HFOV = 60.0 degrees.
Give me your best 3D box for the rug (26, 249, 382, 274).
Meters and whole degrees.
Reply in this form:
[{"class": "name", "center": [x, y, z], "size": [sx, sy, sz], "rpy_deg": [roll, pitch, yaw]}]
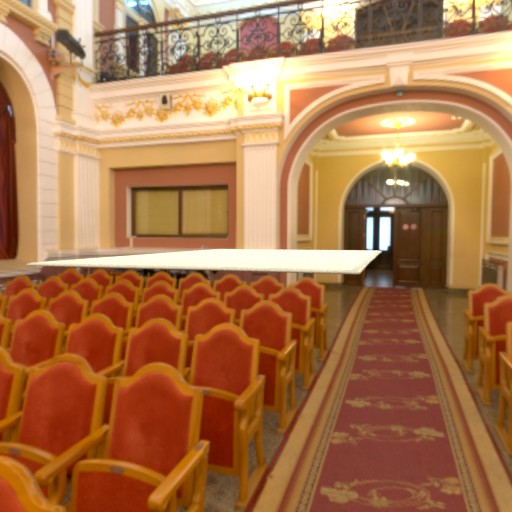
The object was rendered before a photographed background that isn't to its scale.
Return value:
[{"class": "rug", "center": [0.000, 0.000, 2.343], "size": [1.219, 0.012, 1.840], "rpy_deg": [1, 3, 18]}]
